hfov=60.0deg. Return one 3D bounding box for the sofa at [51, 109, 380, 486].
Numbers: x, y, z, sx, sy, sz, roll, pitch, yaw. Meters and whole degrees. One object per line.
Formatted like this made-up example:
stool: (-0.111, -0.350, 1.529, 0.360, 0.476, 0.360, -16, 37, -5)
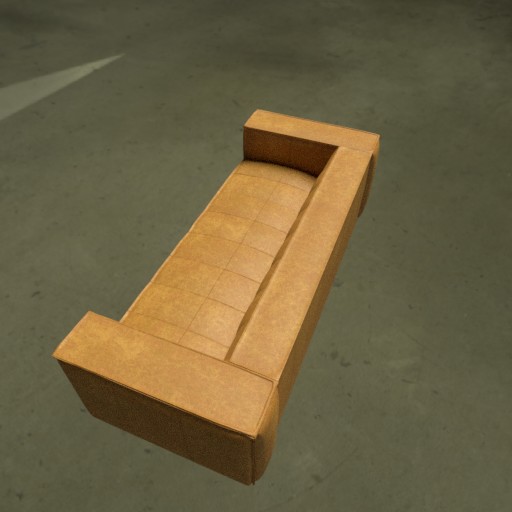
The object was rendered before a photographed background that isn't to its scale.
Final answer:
sofa: (0.000, 0.000, 2.988, 1.102, 0.701, 2.581, 17, 48, 15)
